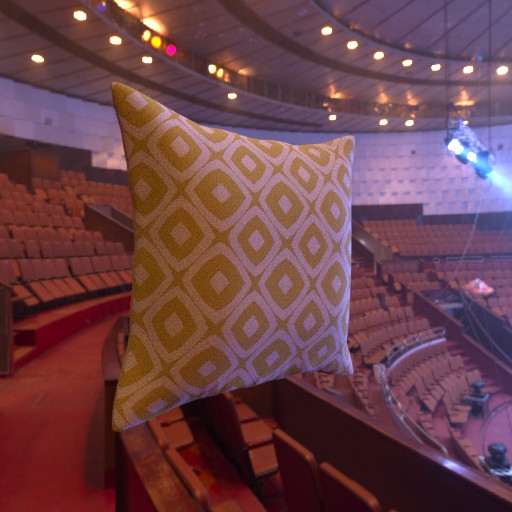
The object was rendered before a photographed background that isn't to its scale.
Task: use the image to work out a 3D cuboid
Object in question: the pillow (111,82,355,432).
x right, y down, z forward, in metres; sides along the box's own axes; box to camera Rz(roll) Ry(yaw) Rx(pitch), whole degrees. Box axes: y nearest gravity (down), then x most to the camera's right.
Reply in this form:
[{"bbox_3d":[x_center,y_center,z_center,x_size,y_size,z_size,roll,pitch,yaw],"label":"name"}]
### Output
[{"bbox_3d":[0.000,0.000,0.772,0.504,0.494,0.188,0,1,-37],"label":"pillow"}]
